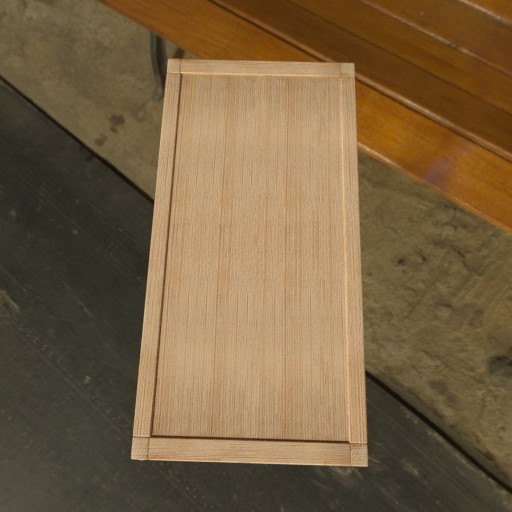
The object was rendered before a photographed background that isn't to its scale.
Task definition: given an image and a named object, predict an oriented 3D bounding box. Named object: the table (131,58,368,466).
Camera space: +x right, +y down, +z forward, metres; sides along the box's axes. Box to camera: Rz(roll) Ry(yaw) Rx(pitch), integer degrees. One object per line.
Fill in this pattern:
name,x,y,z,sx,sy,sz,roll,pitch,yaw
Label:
table,0.000,0.000,1.616,0.660,0.457,1.321,2,75,0
